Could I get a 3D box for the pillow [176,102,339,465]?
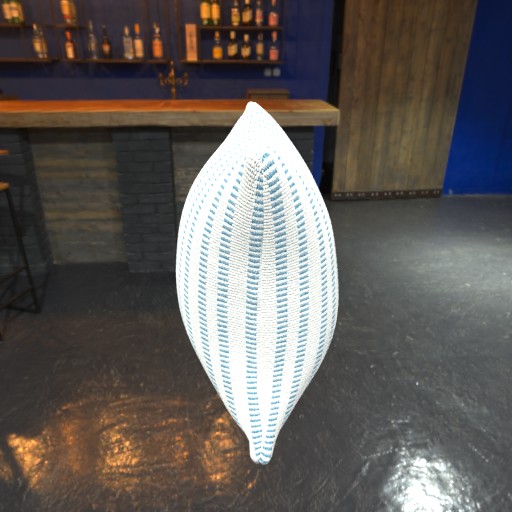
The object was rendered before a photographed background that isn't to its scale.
[{"bbox_3d":[0.000,0.000,0.696,0.247,0.419,0.438,-1,25,-1],"label":"pillow"}]
